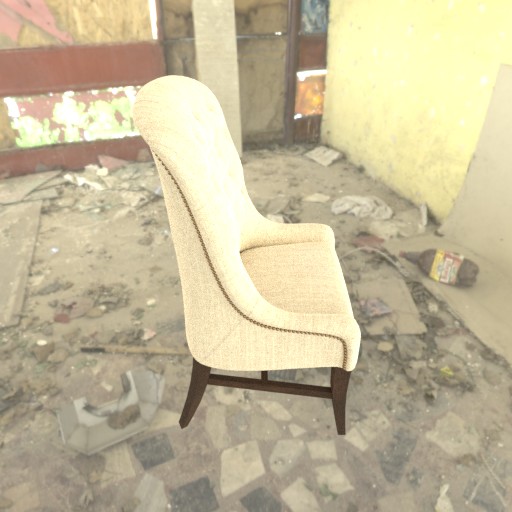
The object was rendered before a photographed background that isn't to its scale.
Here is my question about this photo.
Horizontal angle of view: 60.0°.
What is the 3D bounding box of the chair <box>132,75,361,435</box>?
[{"bbox_3d":[0.000,0.000,1.474,0.629,1.091,0.634,0,33,0],"label":"chair"}]
